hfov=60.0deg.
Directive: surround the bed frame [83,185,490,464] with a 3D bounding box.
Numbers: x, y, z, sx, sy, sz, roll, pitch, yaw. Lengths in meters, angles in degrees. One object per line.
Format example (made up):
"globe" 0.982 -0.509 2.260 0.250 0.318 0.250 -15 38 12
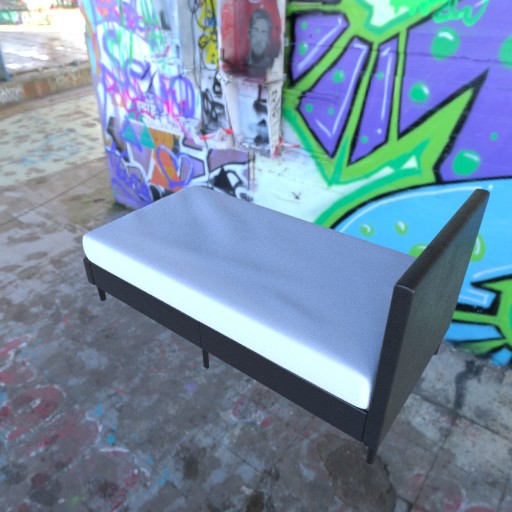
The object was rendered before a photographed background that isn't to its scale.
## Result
"bed frame" 0.000 0.000 2.487 2.152 1.046 1.038 22 38 31
